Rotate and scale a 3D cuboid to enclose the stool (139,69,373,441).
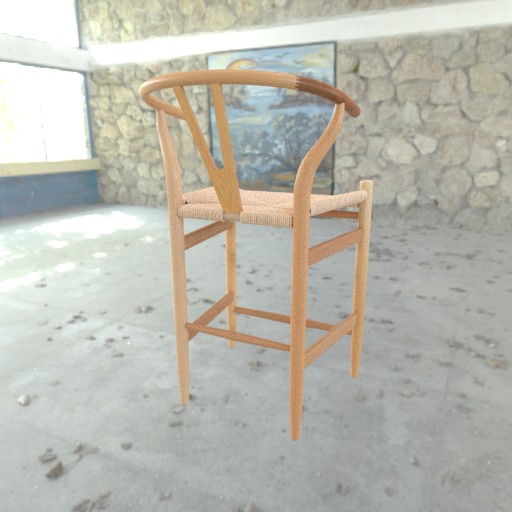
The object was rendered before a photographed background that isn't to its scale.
[{"bbox_3d":[0.000,0.000,1.269,0.536,0.923,0.575,7,17,26],"label":"stool"}]
